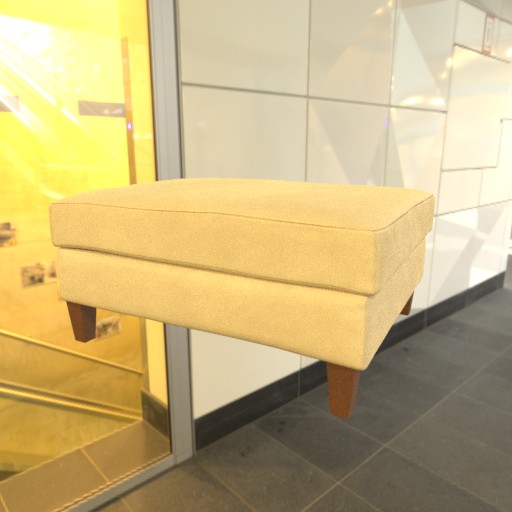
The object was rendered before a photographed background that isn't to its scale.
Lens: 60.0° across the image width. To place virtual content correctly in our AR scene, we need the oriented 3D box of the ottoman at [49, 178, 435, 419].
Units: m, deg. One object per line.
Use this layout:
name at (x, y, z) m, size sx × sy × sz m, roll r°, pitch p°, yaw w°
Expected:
ottoman at (0.000, 0.000, 1.475) m, size 1.002 × 0.492 × 0.836 m, roll 7°, pitch 16°, yaw 27°
